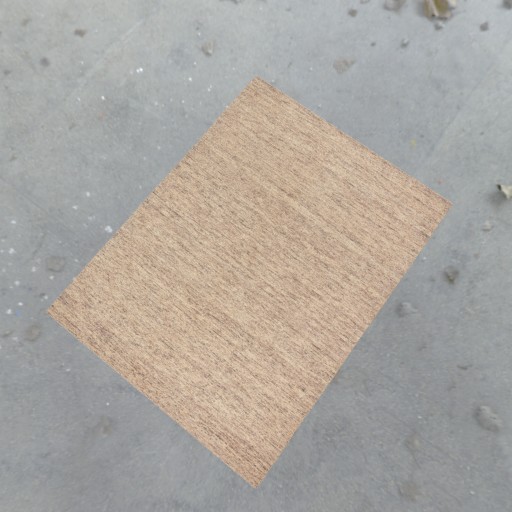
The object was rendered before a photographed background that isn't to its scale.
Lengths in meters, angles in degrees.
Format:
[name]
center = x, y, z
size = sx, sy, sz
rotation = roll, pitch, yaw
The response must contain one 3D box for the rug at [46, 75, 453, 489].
[rug]
center = 0.000, 0.000, 4.230
size = 2.448, 0.013, 3.205
rotation = 36, 78, 9
